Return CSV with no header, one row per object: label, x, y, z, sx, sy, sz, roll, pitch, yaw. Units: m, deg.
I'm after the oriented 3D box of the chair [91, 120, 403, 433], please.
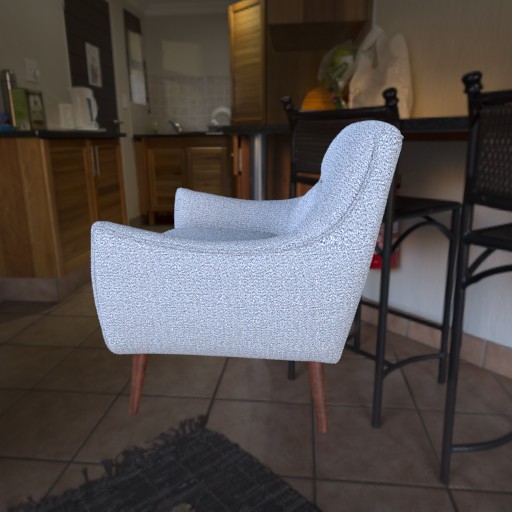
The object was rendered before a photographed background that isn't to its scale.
chair,0.000,0.000,1.442,0.787,0.838,0.762,2,16,8
